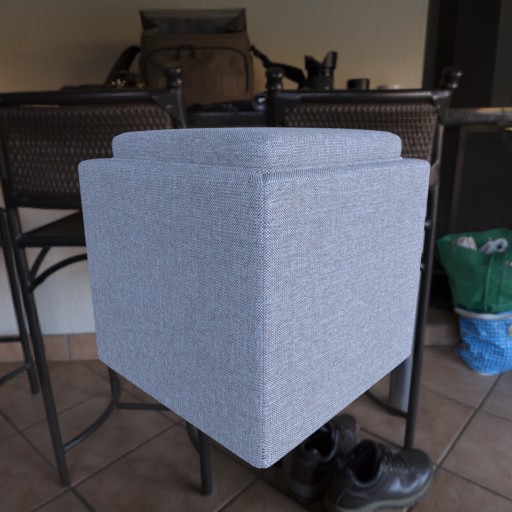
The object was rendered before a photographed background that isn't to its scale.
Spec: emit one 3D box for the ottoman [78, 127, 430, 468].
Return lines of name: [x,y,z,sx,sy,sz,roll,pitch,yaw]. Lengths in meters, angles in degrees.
ottoman: [0.000,0.000,0.827,0.450,0.460,0.450,14,21,41]
